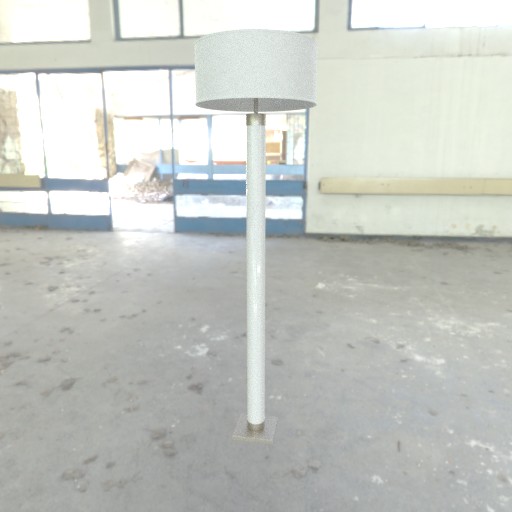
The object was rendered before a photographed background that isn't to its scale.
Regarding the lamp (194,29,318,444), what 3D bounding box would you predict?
[{"bbox_3d":[0.000,0.000,1.662,0.420,1.475,0.420,2,13,9],"label":"lamp"}]
